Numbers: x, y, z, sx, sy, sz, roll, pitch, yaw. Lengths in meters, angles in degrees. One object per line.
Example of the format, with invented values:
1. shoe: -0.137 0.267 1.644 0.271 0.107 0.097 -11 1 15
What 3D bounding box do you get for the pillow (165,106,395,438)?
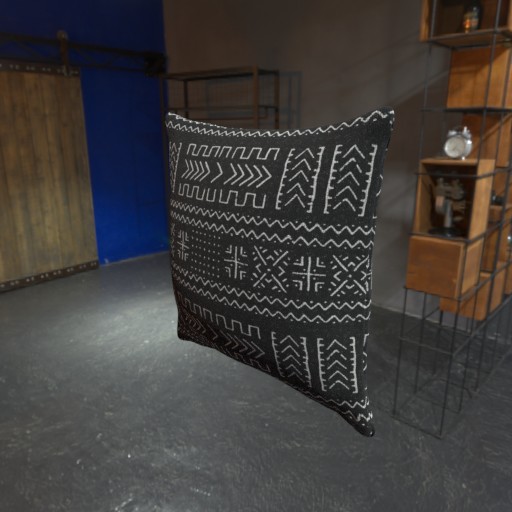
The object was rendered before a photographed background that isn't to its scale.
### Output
1. pillow: 0.000 0.000 0.681 0.438 0.430 0.164 15 22 43
